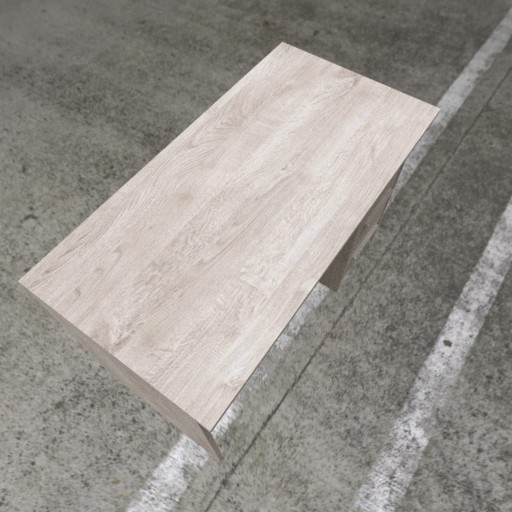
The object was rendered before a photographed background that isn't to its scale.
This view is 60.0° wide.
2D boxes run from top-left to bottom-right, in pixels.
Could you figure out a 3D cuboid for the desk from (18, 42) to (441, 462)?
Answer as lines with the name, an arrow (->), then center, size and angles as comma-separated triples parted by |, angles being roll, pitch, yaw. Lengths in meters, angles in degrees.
desk -> 0.000, 0.000, 1.476 | 0.560, 0.735, 1.097 | 31, 64, 17
